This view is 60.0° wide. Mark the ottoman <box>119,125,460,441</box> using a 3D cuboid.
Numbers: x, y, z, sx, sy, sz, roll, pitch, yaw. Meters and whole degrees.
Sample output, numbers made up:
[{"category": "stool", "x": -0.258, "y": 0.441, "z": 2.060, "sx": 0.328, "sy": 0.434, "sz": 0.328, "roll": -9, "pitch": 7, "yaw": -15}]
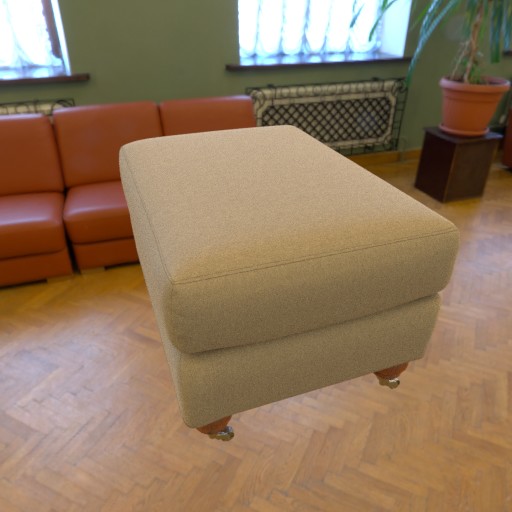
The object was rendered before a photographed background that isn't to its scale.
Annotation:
[{"category": "ottoman", "x": 0.000, "y": 0.000, "z": 1.133, "sx": 0.574, "sy": 0.497, "sz": 0.773, "roll": -11, "pitch": 33, "yaw": -17}]
